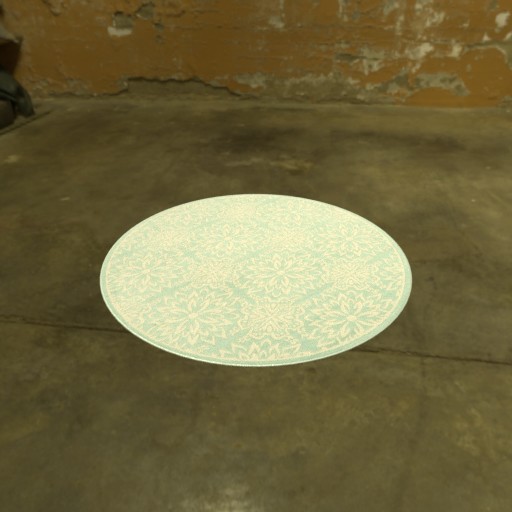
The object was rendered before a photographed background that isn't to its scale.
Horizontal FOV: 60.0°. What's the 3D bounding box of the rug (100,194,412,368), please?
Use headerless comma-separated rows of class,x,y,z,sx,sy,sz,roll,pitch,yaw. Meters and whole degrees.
rug,0.000,0.000,2.359,1.593,0.012,1.593,0,32,0
